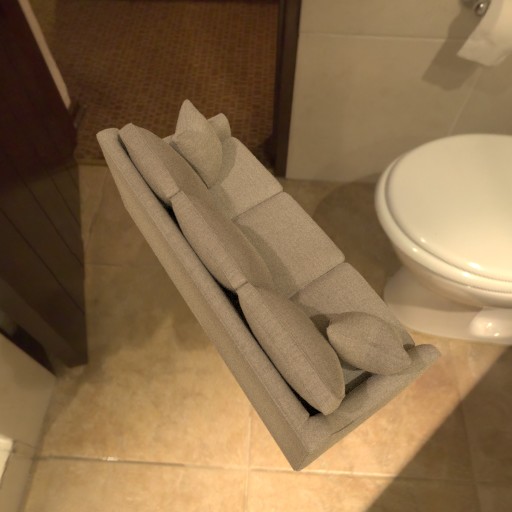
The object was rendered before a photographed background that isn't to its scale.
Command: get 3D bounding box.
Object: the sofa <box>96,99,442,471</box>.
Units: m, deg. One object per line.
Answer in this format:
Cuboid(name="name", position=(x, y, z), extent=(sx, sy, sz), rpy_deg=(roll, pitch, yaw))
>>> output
Cuboid(name="sofa", position=(0.000, 0.000, 2.502), extent=(0.865, 0.914, 2.031), rpy_deg=(-30, 63, -17))
